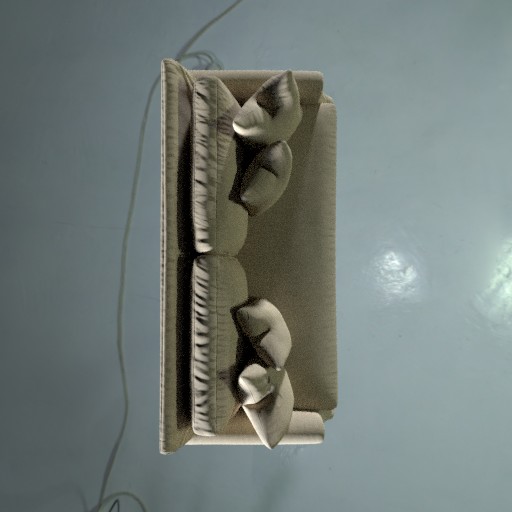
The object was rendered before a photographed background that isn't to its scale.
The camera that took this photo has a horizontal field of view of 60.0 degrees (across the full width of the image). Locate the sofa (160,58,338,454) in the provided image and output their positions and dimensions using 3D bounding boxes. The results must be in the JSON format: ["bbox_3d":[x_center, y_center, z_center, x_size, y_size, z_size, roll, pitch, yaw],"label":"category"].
[{"bbox_3d":[0.000,0.000,2.771,1.067,0.904,2.285,0,89,1],"label":"sofa"}]
